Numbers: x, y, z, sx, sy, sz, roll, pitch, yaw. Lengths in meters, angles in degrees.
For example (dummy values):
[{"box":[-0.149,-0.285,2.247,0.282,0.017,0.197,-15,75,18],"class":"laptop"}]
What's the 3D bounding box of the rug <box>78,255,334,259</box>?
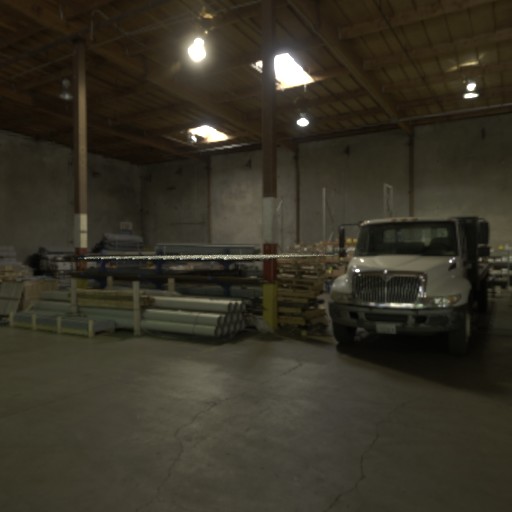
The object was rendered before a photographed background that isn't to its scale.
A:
[{"box":[0.000,0.000,2.600,0.620,0.008,2.372,0,0,17],"class":"rug"}]
